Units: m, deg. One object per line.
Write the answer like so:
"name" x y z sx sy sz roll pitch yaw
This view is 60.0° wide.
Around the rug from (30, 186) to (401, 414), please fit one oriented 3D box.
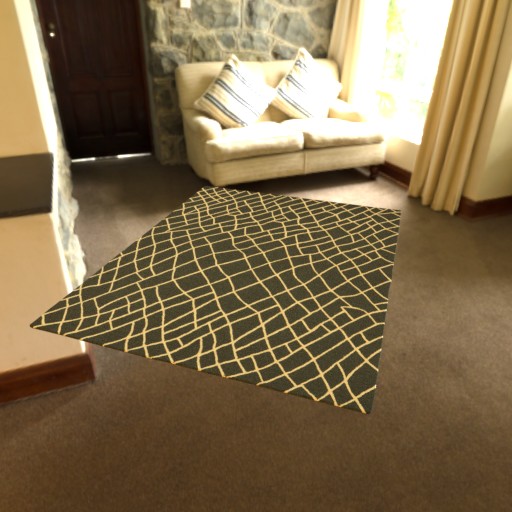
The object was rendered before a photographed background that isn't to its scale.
"rug" 0.000 0.000 4.108 2.439 0.022 3.047 10 31 16
